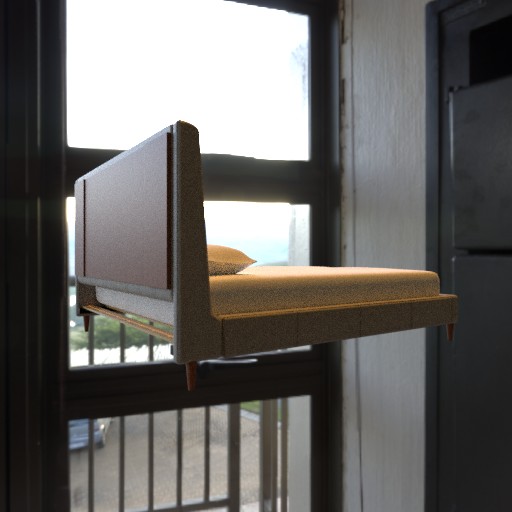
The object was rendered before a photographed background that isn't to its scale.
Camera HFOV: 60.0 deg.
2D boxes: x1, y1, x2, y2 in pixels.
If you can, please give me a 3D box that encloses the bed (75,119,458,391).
[{"bbox_3d":[0.000,0.000,3.560,2.342,1.289,2.062,0,0,-35],"label":"bed"}]
